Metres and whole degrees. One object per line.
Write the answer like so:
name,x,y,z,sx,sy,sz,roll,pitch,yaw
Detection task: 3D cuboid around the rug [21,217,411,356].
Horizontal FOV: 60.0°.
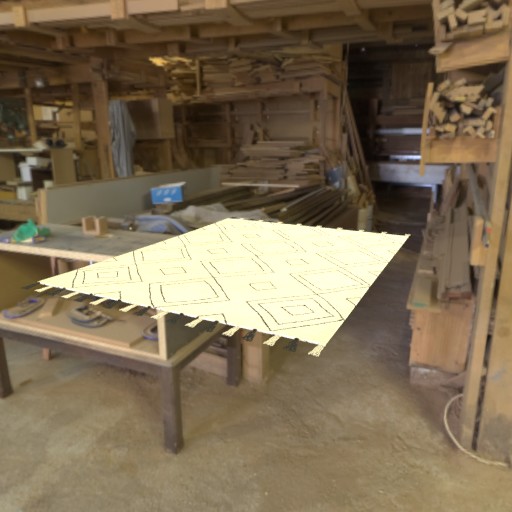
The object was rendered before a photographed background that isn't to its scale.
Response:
rug,0.000,0.000,4.202,2.342,0.026,3.221,8,17,26
